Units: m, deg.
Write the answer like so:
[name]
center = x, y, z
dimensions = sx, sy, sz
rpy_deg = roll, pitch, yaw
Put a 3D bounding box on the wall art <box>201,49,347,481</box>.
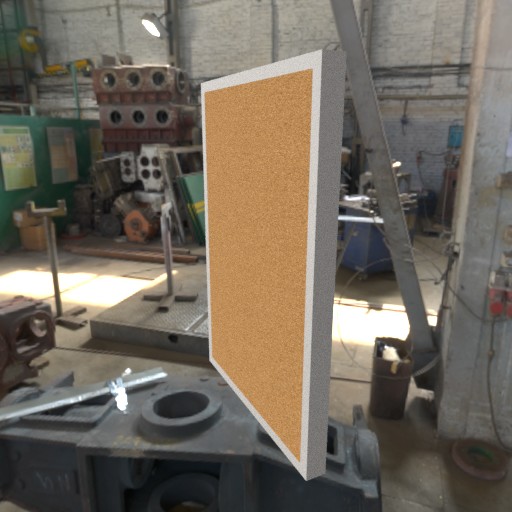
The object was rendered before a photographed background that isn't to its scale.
[wall art]
center = 0.000, 0.000, 0.848
dimensions = 0.038, 0.657, 0.450
rpy_deg = -8, 17, -25
